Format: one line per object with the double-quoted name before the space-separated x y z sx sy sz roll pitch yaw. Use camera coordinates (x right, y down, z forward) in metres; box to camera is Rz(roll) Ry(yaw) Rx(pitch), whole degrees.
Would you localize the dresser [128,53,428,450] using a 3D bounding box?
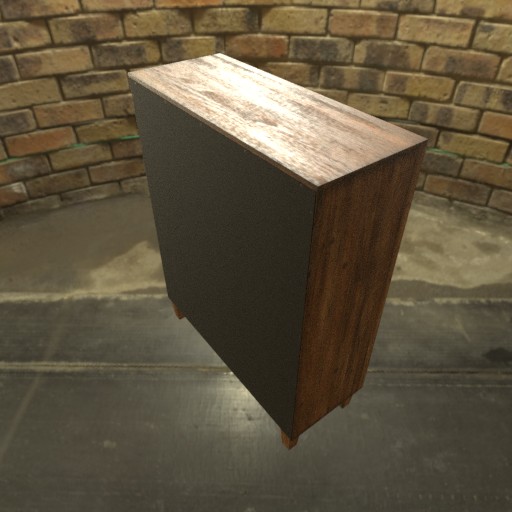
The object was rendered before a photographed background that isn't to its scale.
"dresser" 0.000 0.000 1.924 0.438 1.359 1.067 -26 46 -28
